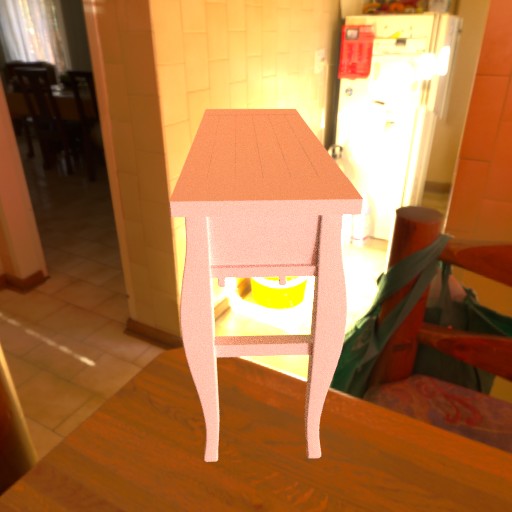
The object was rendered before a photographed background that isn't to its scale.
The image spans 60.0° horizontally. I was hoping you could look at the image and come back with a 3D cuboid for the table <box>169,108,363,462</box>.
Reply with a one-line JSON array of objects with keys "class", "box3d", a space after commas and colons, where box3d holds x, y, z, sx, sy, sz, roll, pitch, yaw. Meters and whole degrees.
[{"class": "table", "box3d": [0.000, 0.000, 1.457, 0.373, 0.768, 1.062, -1, 27, -2]}]
